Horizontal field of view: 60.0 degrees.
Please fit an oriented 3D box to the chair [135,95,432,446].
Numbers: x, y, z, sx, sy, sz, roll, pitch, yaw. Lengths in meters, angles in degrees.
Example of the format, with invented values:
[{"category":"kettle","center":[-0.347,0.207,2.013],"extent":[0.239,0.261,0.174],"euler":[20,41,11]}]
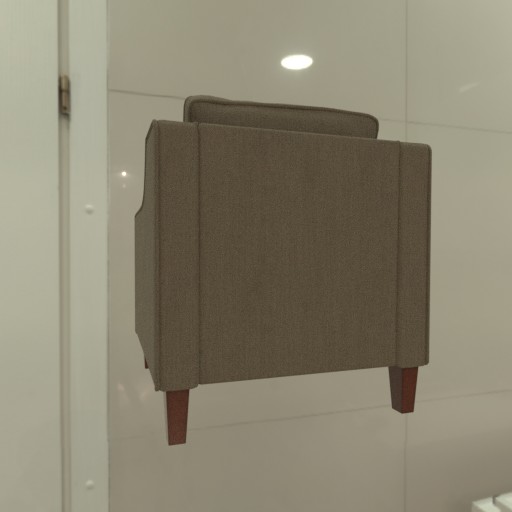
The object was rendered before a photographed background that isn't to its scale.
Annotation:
[{"category":"chair","center":[0.000,0.000,1.645],"extent":[0.831,0.960,0.909],"euler":[0,1,-18]}]
